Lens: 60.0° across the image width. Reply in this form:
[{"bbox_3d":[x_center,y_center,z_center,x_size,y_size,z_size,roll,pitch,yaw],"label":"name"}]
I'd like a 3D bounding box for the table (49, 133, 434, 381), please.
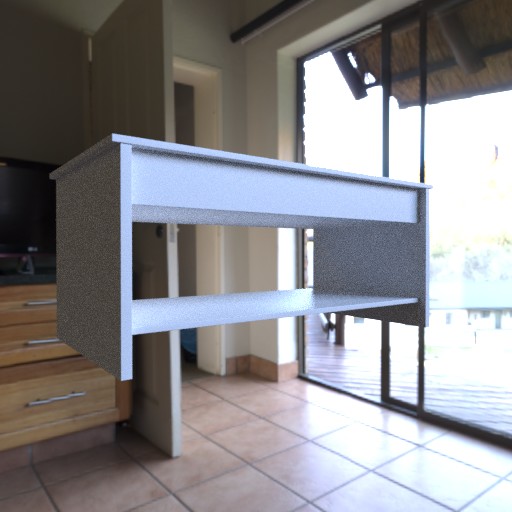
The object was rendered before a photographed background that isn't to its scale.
[{"bbox_3d":[0.000,0.000,1.280,1.000,0.441,0.500,0,1,-36],"label":"table"}]
